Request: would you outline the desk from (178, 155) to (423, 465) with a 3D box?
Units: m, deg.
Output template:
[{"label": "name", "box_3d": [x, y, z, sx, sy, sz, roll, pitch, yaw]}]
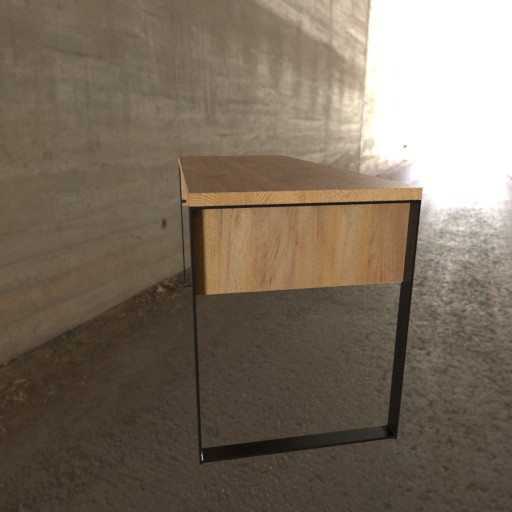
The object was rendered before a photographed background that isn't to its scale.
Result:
[{"label": "desk", "box_3d": [0.000, 0.000, 1.907, 0.600, 0.760, 1.520, -3, 16, -10]}]
